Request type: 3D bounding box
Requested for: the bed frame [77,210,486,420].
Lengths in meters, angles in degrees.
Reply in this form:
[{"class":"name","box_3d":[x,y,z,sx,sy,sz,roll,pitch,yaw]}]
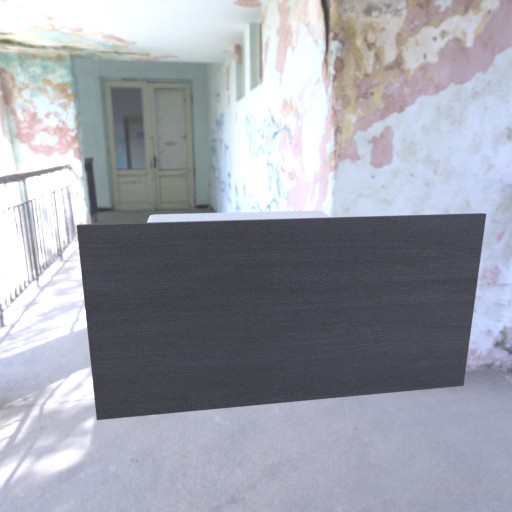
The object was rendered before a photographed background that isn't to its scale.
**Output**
[{"class":"bed frame","box_3d":[0.000,0.000,2.752,1.622,0.800,1.960,-2,15,-9]}]
